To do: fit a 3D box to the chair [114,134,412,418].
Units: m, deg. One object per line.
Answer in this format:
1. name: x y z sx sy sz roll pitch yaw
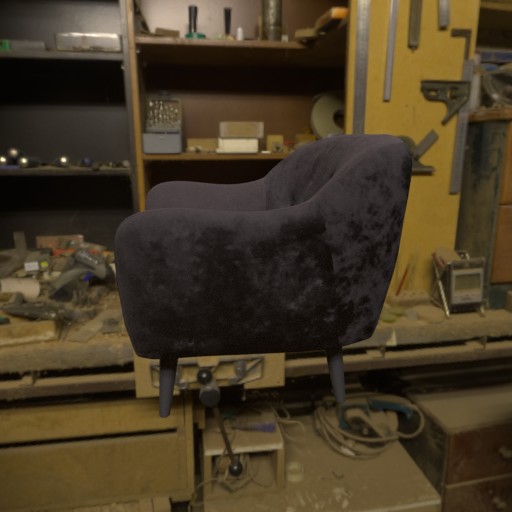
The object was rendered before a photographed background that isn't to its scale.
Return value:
1. chair: 0.000 0.000 1.514 0.819 0.807 0.840 -2 14 -8
